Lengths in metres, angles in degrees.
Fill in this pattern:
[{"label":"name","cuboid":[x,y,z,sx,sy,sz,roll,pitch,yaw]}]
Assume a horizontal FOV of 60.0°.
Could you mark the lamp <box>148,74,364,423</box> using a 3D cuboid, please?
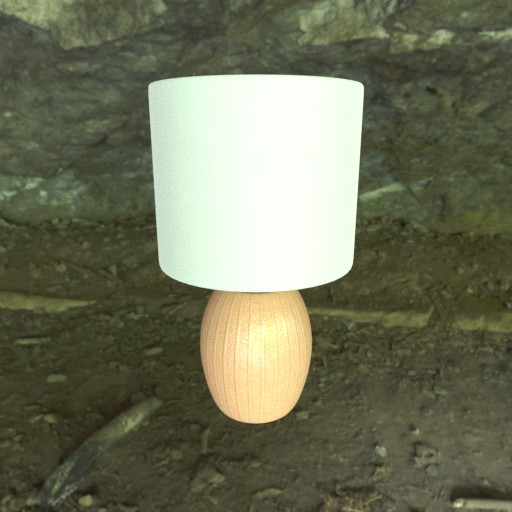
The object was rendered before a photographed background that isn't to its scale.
[{"label":"lamp","cuboid":[0.000,0.000,0.767,0.329,0.570,0.329,0,16,0]}]
